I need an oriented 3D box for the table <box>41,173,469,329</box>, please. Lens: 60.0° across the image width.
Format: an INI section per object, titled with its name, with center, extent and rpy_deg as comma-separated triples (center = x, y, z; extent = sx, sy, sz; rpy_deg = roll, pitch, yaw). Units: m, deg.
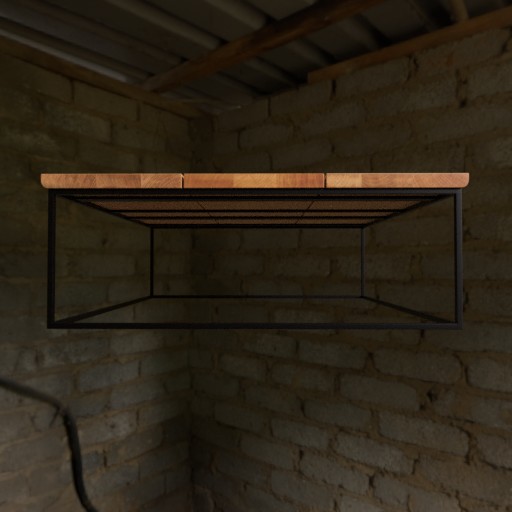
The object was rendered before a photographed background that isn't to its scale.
[table]
center = 0.000, 0.000, 1.684
extent = 1.100, 0.400, 1.100
rpy_deg = 0, -1, 1
